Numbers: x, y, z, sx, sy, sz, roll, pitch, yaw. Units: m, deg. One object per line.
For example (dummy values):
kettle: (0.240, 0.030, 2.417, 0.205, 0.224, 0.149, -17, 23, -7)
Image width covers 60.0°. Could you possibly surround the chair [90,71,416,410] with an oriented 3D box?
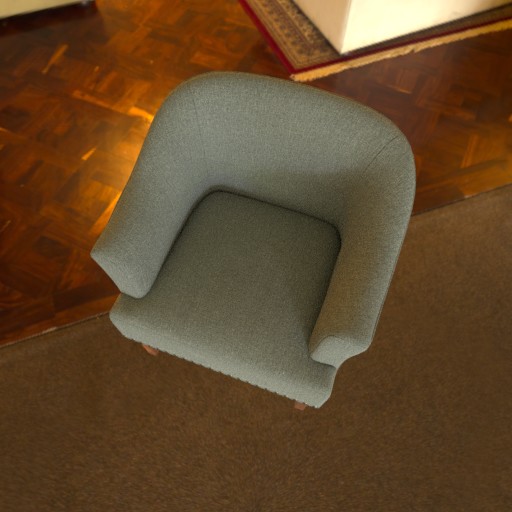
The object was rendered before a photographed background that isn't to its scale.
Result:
chair: (0.000, 0.000, 1.430, 0.798, 0.815, 0.704, 18, 61, 10)
